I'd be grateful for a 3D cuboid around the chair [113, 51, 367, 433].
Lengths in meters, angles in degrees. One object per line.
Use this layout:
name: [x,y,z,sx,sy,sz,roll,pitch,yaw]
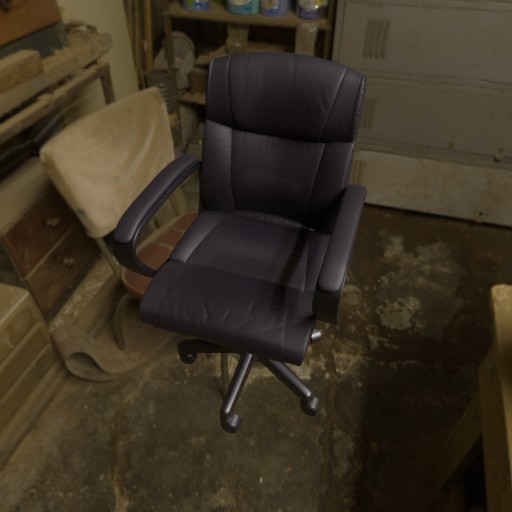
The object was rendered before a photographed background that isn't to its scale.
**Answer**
chair: [0.000,0.000,1.338,0.576,0.998,0.641,13,43,14]
